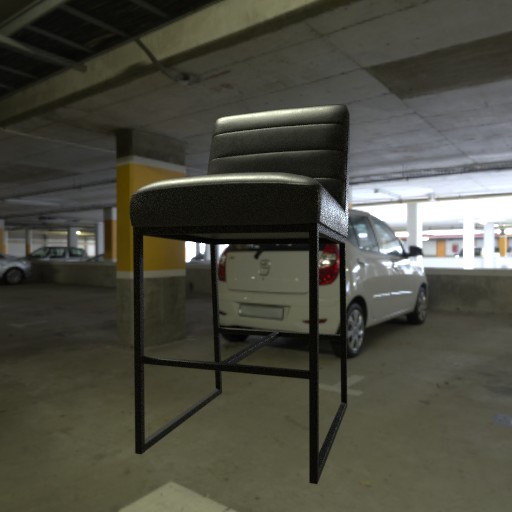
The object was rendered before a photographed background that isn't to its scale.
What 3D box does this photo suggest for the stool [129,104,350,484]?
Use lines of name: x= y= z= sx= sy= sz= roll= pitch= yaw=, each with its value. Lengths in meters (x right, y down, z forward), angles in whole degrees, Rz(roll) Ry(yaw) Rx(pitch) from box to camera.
stool: x=0.000 y=0.000 z=1.217 sx=0.457 sy=0.938 sz=0.552 roll=0 pitch=0 yaw=19
